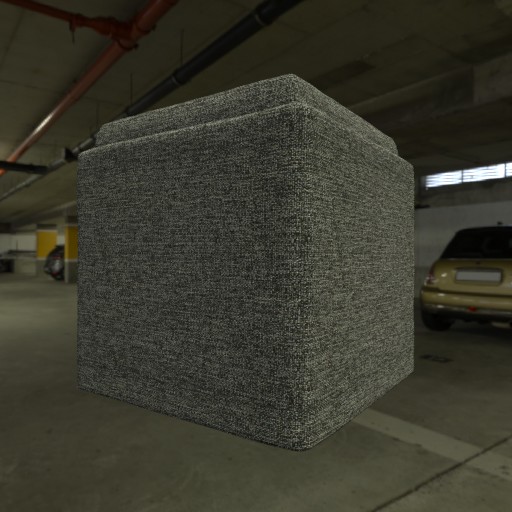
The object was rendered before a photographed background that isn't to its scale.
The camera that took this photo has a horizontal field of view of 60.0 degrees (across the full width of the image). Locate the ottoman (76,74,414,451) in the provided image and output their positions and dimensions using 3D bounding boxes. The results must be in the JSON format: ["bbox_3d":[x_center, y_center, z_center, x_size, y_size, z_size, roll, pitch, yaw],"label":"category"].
[{"bbox_3d":[0.000,0.000,0.799,0.450,0.463,0.450,0,0,35],"label":"ottoman"}]
